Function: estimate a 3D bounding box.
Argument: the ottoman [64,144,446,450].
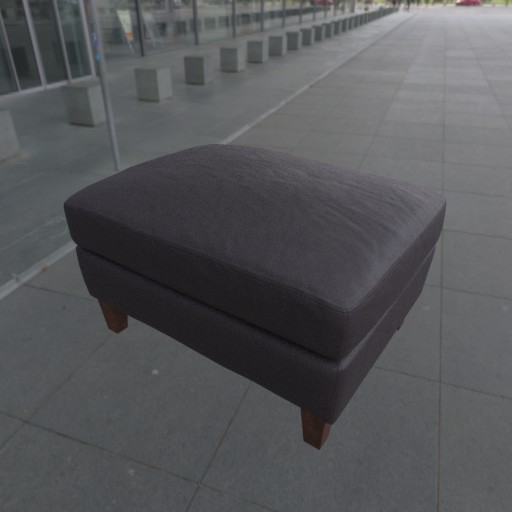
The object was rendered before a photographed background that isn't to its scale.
[{"bbox_3d":[0.000,0.000,1.294,0.887,0.529,0.659,20,36,30],"label":"ottoman"}]
